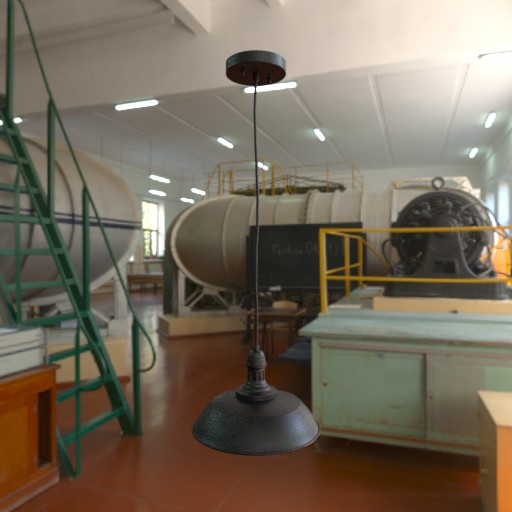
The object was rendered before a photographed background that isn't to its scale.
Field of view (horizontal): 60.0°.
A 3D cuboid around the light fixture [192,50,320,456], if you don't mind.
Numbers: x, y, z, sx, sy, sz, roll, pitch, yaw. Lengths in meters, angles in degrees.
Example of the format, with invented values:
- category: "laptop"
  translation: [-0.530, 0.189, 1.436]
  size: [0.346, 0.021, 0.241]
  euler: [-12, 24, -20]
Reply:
- category: "light fixture"
  translation: [0.000, 0.000, 1.149]
  size: [0.331, 0.993, 0.331]
  euler: [0, 0, -36]
